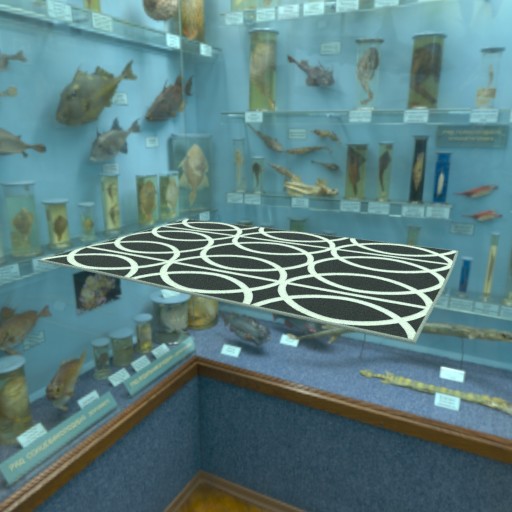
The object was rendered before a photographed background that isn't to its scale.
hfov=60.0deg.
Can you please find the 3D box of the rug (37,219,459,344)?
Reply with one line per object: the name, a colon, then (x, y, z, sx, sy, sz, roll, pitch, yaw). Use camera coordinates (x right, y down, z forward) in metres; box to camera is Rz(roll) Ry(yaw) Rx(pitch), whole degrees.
rug: (0.000, 0.000, 2.872, 2.290, 0.014, 1.526, 9, 18, 28)
